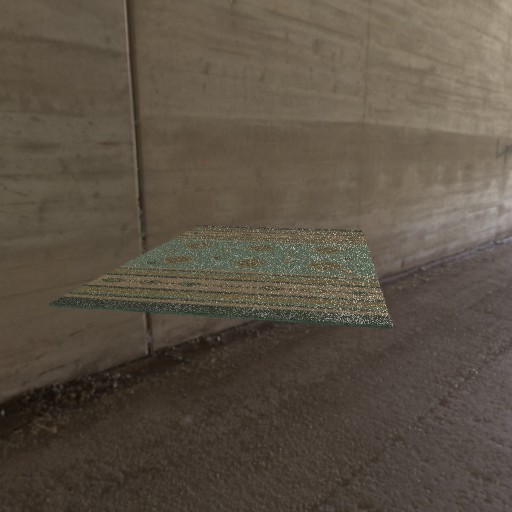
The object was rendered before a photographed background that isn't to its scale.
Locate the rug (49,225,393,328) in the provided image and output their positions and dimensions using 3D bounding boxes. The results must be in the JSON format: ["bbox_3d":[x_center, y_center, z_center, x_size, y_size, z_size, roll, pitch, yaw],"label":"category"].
[{"bbox_3d":[0.000,0.000,2.384,1.212,0.010,1.811,2,13,10],"label":"rug"}]
